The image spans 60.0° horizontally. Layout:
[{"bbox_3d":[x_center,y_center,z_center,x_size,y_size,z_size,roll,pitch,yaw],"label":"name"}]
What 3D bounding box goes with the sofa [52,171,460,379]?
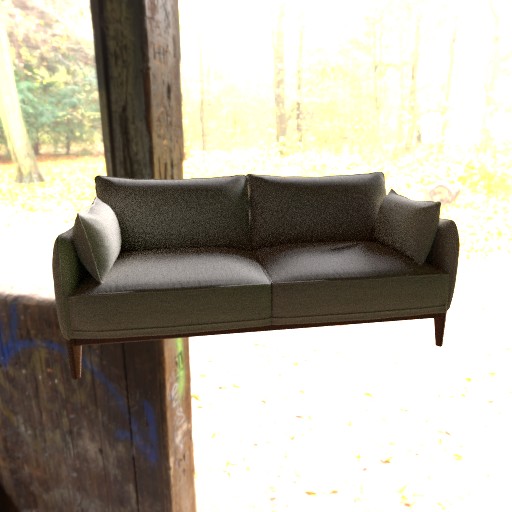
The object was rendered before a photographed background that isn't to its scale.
[{"bbox_3d":[0.000,0.000,2.509,1.989,0.860,0.991,-3,17,-9],"label":"sofa"}]
